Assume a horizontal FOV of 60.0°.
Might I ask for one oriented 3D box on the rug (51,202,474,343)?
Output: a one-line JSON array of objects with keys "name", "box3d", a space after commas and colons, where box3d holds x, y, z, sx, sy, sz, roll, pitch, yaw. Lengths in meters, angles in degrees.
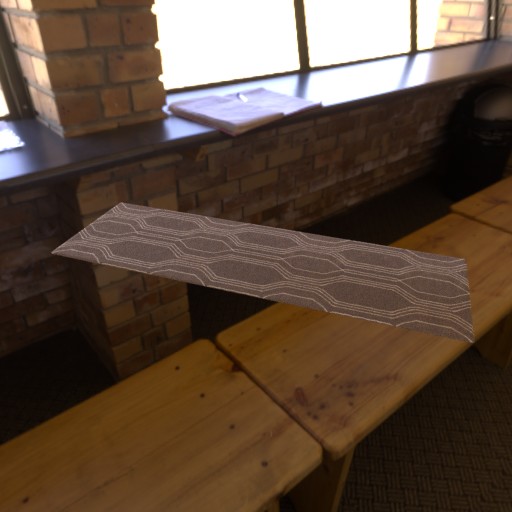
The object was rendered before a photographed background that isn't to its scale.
[{"name": "rug", "box3d": [0.000, 0.000, 2.754, 2.464, 0.012, 0.773, 10, 34, 16]}]
